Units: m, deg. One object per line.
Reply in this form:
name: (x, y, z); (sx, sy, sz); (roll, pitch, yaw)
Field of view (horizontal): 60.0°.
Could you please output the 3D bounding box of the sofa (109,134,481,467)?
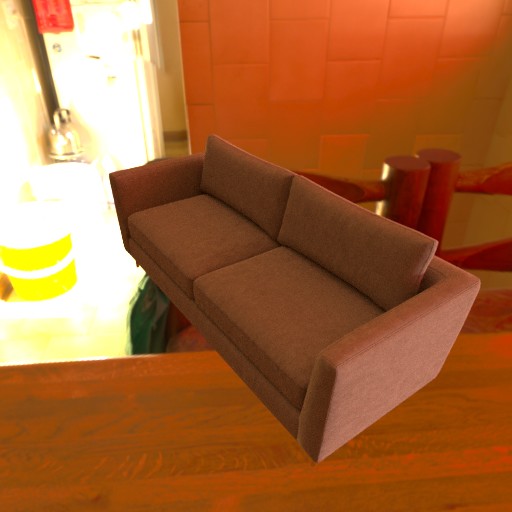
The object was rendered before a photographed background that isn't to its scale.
sofa: (0.000, 0.000, 2.515); (0.889, 0.864, 2.121); (-21, 38, -30)
